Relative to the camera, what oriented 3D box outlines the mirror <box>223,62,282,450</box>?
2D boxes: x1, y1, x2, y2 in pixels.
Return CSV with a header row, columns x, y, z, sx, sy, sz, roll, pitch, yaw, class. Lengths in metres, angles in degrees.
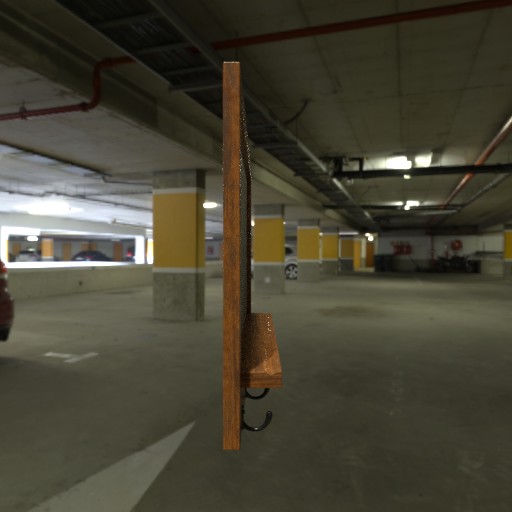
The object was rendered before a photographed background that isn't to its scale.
x,y,z,sx,sy,sz,roll,pitch,yaw,class
0.000,0.000,0.990,0.084,0.537,0.758,0,0,1,mirror
